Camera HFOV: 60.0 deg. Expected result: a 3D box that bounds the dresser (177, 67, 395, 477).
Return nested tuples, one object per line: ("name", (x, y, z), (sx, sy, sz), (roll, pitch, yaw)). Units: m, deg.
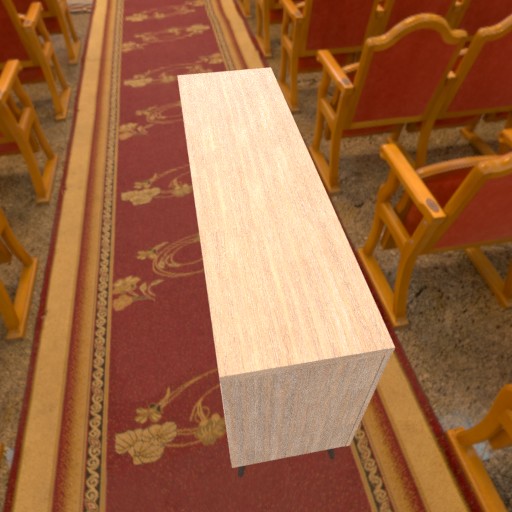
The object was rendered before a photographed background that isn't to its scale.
("dresser", (0.000, 0.000, 1.916), (0.457, 0.914, 1.524), (-8, 49, -7))
